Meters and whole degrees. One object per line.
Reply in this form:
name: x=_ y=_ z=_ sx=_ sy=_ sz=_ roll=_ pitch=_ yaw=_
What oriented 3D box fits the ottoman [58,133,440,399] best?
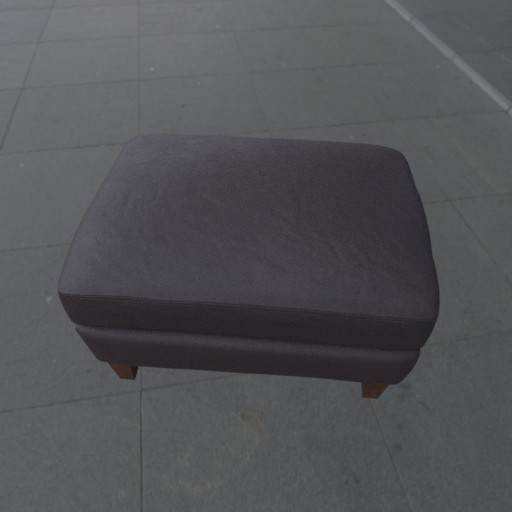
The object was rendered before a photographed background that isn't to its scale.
ottoman: x=0.000 y=0.000 z=1.300 sx=0.887 sy=0.529 sz=0.659 roll=4 pitch=48 yaw=3
